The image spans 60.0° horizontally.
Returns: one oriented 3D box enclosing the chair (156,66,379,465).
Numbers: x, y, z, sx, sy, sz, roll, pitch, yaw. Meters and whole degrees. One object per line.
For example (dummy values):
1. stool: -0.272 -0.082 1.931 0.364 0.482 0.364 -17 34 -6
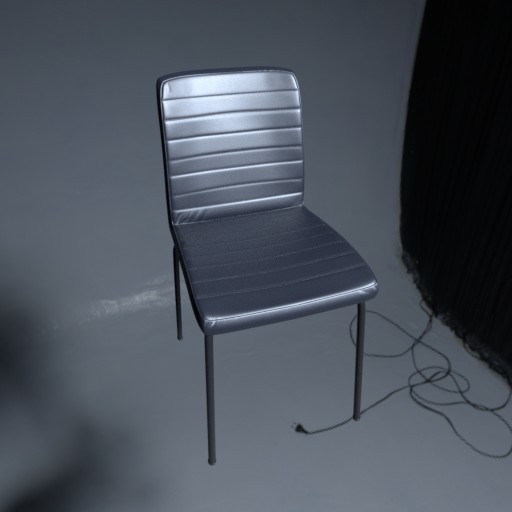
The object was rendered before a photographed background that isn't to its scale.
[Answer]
1. chair: 0.000 0.000 1.210 0.450 0.872 0.572 -10 34 -16
